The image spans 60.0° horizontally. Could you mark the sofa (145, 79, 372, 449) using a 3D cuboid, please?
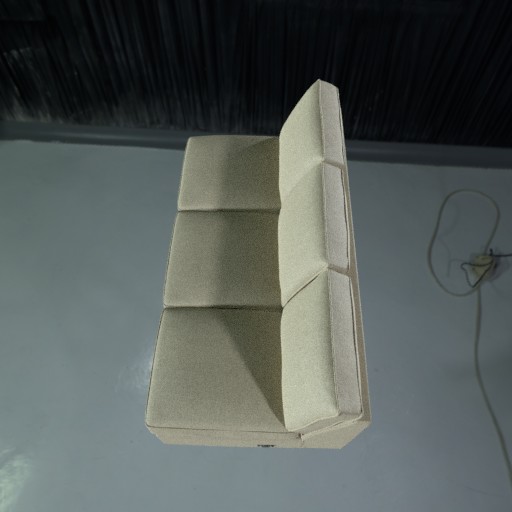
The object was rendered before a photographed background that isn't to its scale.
[{"bbox_3d":[0.000,0.000,2.576,1.027,0.973,1.962,2,59,1],"label":"sofa"}]
